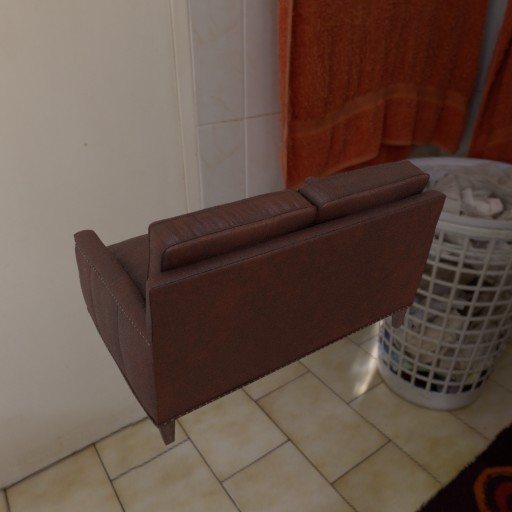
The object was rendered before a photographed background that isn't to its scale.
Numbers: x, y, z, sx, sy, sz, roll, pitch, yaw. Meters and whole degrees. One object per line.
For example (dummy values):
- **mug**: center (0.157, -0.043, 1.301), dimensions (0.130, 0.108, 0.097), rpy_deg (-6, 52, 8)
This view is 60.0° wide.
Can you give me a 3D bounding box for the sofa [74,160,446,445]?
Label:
- **sofa**: center (0.000, 0.000, 2.317), dimensions (1.628, 1.003, 1.083), rpy_deg (-18, 34, -29)
